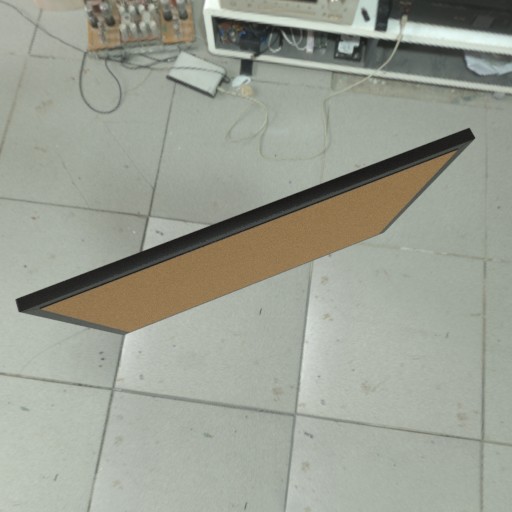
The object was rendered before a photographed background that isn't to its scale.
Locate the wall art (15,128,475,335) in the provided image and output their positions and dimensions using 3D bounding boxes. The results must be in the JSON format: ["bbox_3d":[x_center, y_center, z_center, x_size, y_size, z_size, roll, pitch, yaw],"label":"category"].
[{"bbox_3d":[0.000,0.000,0.547,0.440,0.306,0.013,-21,77,-5],"label":"wall art"}]
